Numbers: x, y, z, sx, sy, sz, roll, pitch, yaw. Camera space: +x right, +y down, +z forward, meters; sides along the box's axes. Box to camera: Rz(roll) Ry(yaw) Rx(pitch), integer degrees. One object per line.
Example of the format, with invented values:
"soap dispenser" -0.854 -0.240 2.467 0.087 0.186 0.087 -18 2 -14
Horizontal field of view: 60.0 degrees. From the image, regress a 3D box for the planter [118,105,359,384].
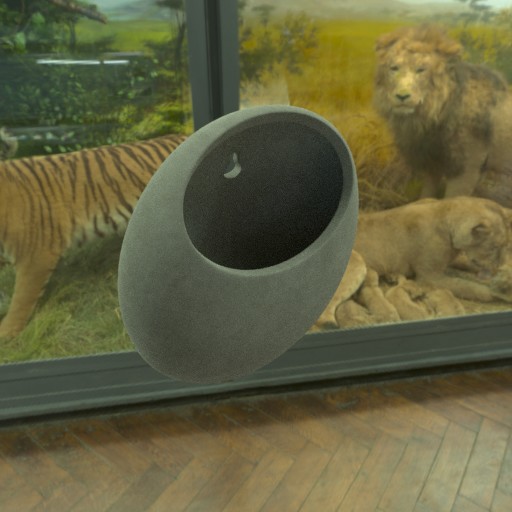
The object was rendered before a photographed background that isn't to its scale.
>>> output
"planter" 0.000 0.000 0.287 0.185 0.188 0.071 -24 39 -33
